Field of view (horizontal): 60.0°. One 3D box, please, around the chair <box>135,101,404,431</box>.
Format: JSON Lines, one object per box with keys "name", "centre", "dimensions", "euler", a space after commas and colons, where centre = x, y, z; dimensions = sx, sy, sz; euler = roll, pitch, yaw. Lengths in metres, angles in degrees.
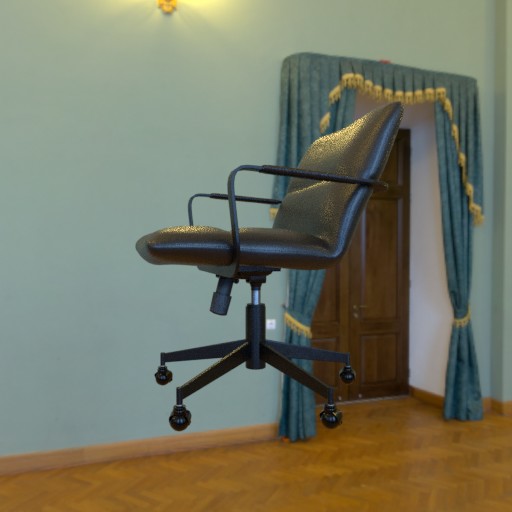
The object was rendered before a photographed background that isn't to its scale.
{"name": "chair", "centre": [0.000, 0.000, 1.459], "dimensions": [0.748, 0.922, 0.719], "euler": [0, 1, -18]}
